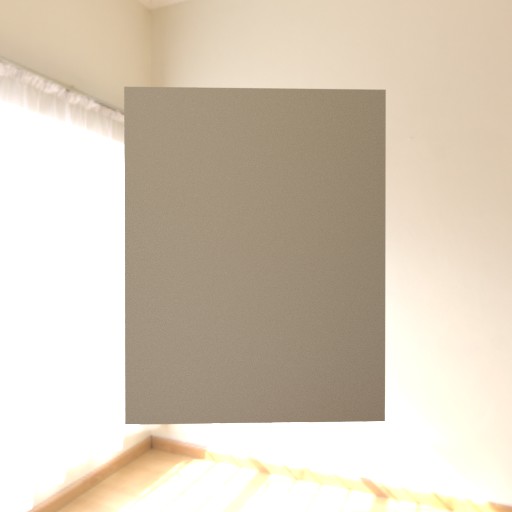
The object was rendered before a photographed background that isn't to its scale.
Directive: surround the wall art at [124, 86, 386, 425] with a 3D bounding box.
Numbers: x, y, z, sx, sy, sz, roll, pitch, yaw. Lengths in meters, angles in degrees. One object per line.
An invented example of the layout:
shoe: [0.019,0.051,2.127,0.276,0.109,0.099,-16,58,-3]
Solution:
wall art: [0.000,0.000,1.400,0.816,1.046,0.030,0,0,-2]
